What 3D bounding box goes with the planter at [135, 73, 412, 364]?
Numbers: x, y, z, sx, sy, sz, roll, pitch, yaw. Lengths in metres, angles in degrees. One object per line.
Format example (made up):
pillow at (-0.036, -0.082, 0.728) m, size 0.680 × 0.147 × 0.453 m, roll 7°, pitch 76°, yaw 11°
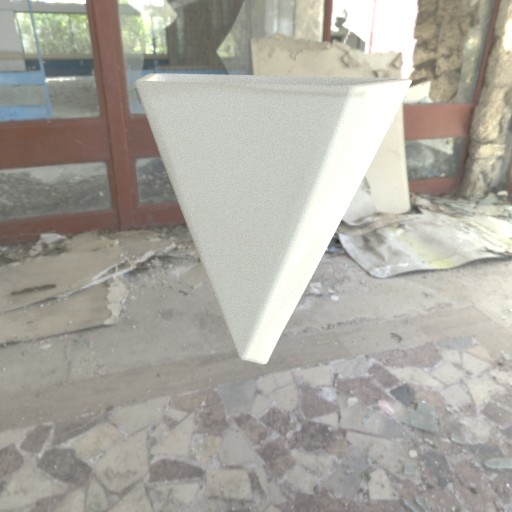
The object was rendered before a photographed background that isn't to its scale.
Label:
planter at (0.000, 0.000, 0.266) m, size 0.150 × 0.197 × 0.060 m, roll 8°, pitch 27°, yaw 16°
